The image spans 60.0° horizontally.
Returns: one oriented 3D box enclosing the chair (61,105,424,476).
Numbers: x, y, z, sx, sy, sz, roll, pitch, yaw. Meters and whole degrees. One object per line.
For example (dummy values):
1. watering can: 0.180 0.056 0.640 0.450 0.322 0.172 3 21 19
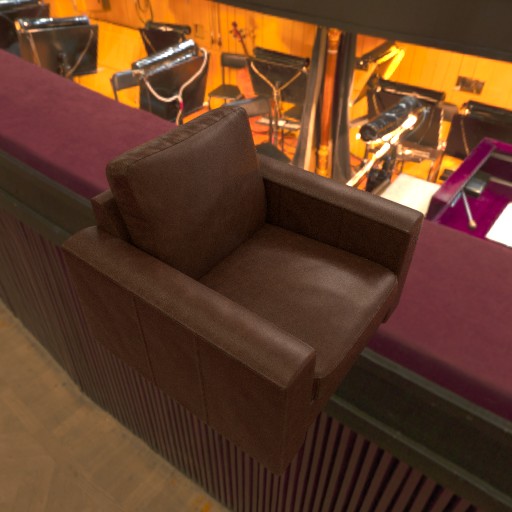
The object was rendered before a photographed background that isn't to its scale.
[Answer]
1. chair: 0.000 0.000 1.736 1.016 0.873 1.005 26 47 27
